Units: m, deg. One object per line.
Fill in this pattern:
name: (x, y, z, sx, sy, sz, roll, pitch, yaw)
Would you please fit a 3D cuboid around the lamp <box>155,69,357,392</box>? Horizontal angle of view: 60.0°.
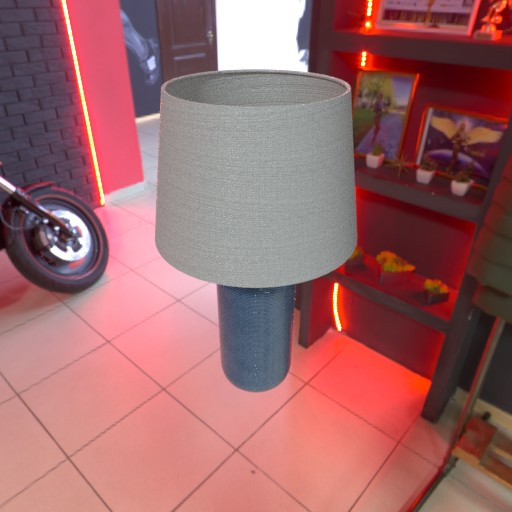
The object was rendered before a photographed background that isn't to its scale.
lamp: (0.000, 0.000, 0.584, 0.253, 0.428, 0.253, 0, 32, 0)
